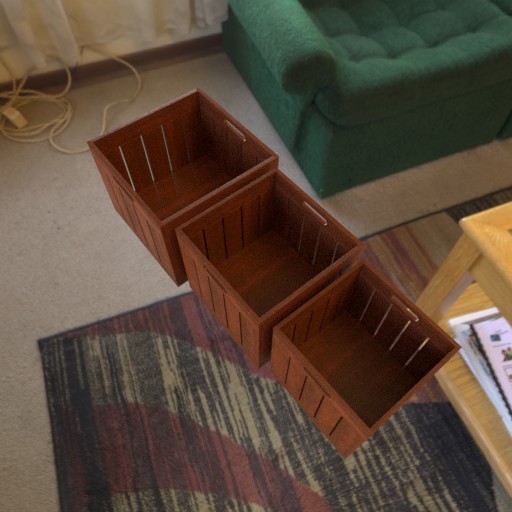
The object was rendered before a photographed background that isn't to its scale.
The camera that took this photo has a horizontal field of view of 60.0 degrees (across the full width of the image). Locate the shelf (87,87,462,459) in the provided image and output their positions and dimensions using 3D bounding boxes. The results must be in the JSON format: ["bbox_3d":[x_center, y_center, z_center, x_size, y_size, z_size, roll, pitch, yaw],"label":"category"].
[{"bbox_3d":[0.000,0.000,1.248,0.393,0.311,1.064,-34,63,-20],"label":"shelf"}]
